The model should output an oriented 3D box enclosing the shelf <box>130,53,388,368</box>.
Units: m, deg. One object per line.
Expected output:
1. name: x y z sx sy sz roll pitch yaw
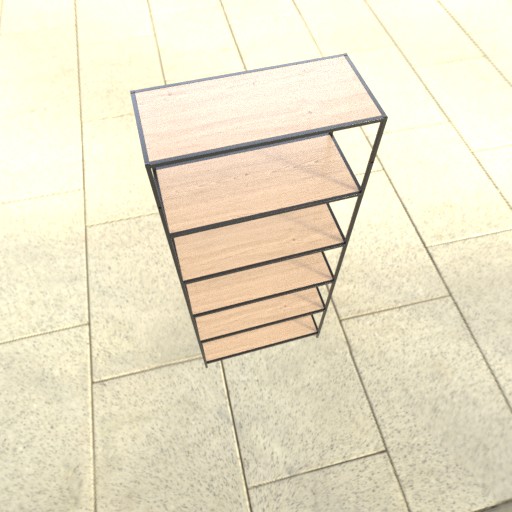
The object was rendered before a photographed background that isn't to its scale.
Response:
1. shelf: 0.000 0.000 2.217 0.770 1.850 0.350 -13 59 -8
